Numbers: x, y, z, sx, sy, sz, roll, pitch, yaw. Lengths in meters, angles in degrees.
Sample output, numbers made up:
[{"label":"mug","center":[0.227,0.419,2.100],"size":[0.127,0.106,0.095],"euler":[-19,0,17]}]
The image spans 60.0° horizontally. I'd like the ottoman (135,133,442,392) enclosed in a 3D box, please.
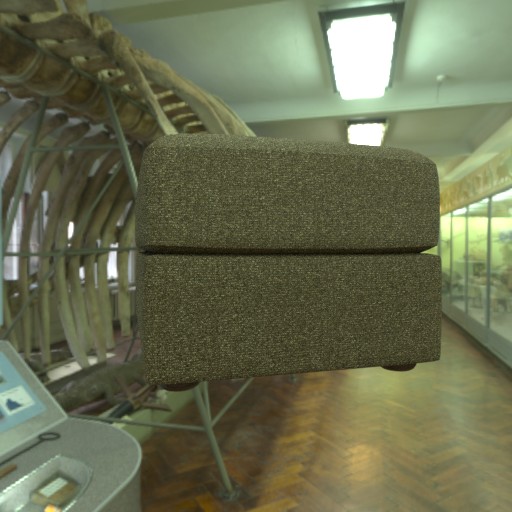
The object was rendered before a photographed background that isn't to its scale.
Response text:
[{"label":"ottoman","center":[0.000,0.000,1.145],"size":[0.598,0.476,0.742],"euler":[0,1,-16]}]
